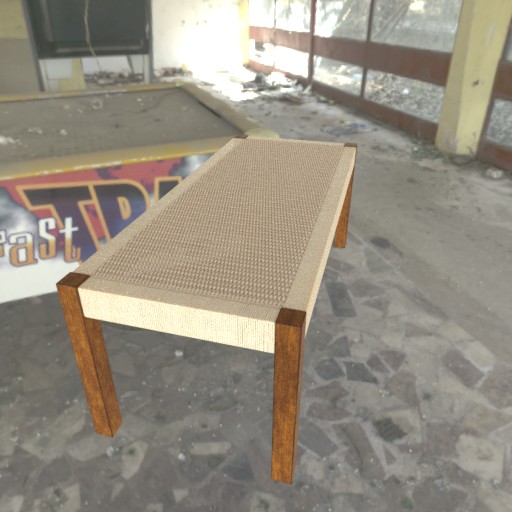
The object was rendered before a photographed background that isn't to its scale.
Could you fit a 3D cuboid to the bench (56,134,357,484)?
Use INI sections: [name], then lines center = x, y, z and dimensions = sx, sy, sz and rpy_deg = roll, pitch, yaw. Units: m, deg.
[bench]
center = 0.000, 0.000, 1.452
dimensions = 0.507, 0.457, 1.198
rpy_deg = 8, 31, 14
